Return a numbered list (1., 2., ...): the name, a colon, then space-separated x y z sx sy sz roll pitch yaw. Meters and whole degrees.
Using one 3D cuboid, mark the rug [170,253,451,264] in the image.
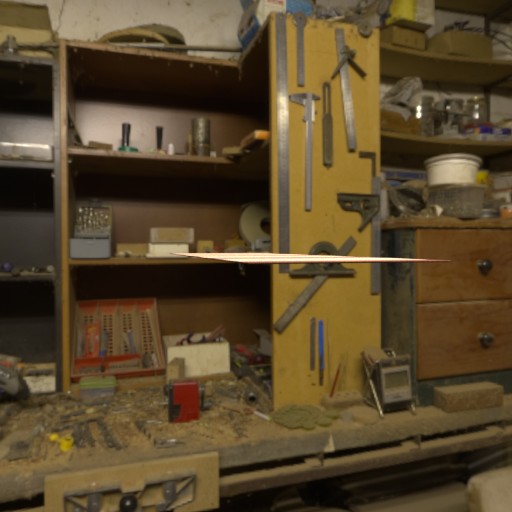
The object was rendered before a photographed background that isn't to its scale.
1. rug: 0.000 0.000 2.716 0.792 0.006 2.437 0 1 -17
